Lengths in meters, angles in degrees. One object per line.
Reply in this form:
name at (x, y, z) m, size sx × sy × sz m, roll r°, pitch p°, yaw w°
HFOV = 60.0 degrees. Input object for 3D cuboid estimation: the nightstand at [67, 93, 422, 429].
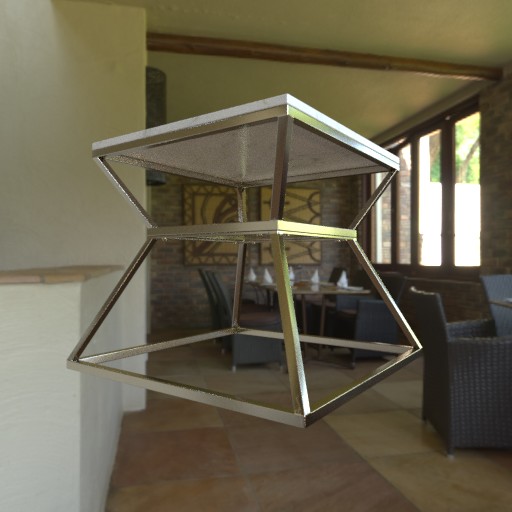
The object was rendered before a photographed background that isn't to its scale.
nightstand at (0.000, 0.000, 0.897) m, size 0.514 × 0.426 × 0.513 m, roll 0°, pitch -1°, yaw 36°
